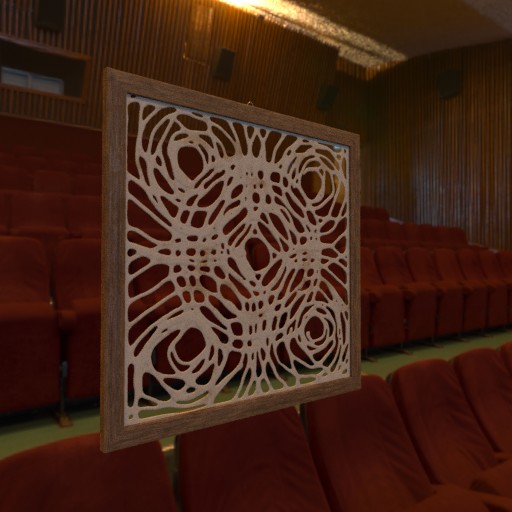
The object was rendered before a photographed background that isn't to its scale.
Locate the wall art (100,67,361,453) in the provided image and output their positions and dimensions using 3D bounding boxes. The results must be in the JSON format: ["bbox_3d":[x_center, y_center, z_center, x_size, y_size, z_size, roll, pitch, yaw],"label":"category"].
[{"bbox_3d":[0.000,0.000,0.818,0.561,0.576,0.021,1,-2,-37],"label":"wall art"}]
